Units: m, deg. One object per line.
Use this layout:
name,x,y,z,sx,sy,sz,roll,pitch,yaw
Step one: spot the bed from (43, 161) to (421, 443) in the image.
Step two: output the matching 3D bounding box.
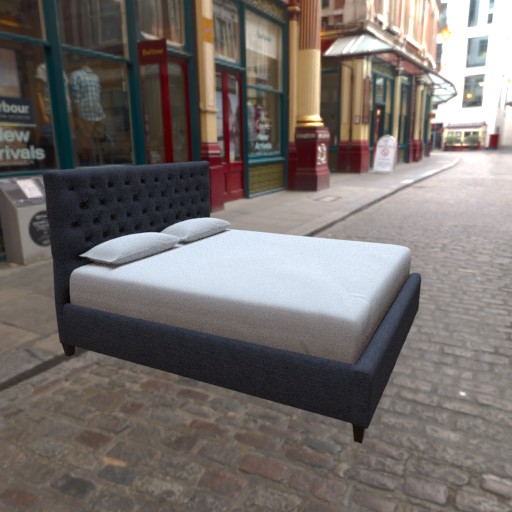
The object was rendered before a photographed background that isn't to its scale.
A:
bed,0.000,0.000,3.642,2.387,1.427,2.078,7,16,26
